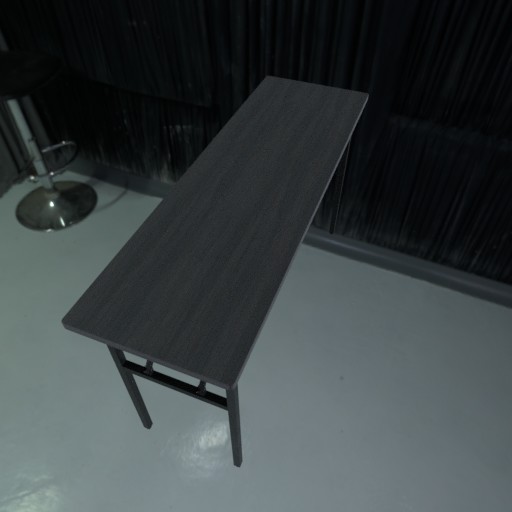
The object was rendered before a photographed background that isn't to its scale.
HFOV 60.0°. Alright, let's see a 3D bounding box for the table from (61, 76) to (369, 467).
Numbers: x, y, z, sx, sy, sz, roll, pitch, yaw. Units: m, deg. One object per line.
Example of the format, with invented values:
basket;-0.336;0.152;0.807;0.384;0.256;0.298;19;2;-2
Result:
table;0.000;0.000;1.712;0.449;0.750;1.399;16;49;15
